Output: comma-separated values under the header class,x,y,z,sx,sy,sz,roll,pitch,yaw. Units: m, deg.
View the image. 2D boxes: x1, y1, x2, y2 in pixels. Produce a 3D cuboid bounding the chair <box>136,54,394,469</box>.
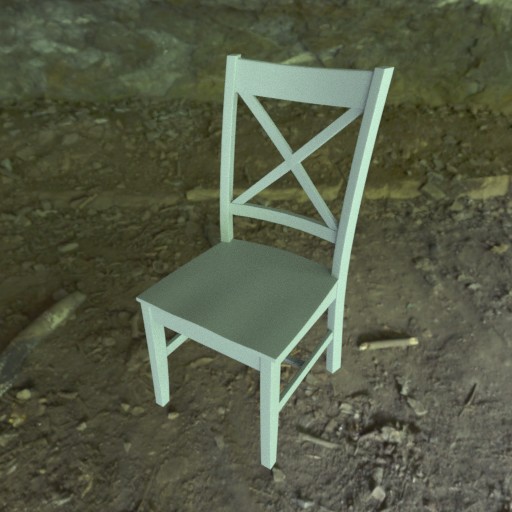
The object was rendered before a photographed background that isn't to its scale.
class,x,y,z,sx,sy,sz,roll,pitch,yaw
chair,0.000,0.000,1.268,0.485,0.983,0.542,18,35,28
